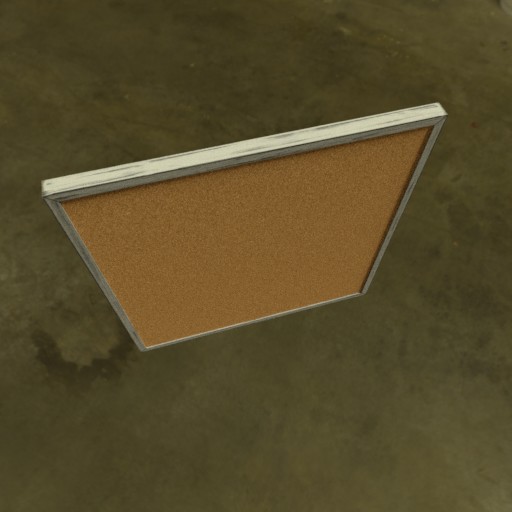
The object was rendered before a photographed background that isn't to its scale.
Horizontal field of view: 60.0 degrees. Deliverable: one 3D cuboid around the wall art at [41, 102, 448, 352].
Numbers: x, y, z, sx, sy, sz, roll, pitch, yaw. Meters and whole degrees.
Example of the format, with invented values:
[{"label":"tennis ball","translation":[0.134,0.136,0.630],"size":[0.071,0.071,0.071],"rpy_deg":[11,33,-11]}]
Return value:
[{"label":"wall art","translation":[0.000,0.000,1.134],"size":[0.761,0.761,0.037],"rpy_deg":[-13,59,-8]}]
